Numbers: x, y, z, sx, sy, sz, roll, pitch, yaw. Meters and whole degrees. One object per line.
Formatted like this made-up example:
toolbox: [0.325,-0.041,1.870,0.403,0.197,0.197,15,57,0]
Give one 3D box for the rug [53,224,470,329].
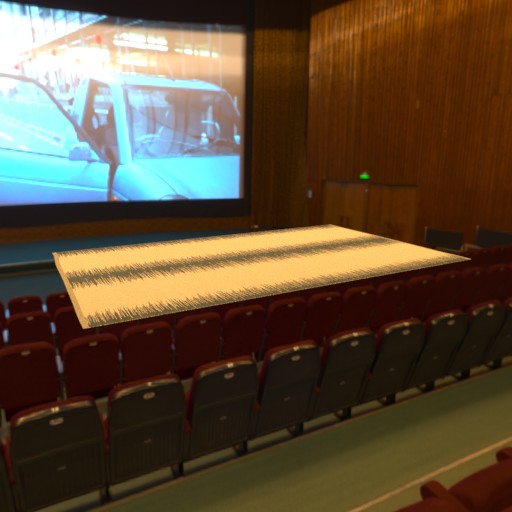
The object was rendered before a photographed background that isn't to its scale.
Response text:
rug: [0.000,0.000,3.036,2.453,0.003,1.519,-7,16,-27]
